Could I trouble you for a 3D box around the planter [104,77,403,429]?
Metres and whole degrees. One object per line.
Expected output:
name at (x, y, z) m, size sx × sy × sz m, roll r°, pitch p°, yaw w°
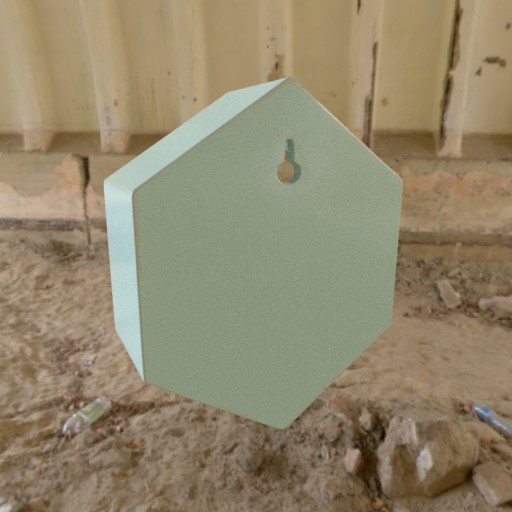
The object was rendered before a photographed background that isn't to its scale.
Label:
planter at (0.000, 0.000, 0.285) m, size 0.169 × 0.207 × 0.078 m, roll -7°, pitch 15°, yaw -27°
